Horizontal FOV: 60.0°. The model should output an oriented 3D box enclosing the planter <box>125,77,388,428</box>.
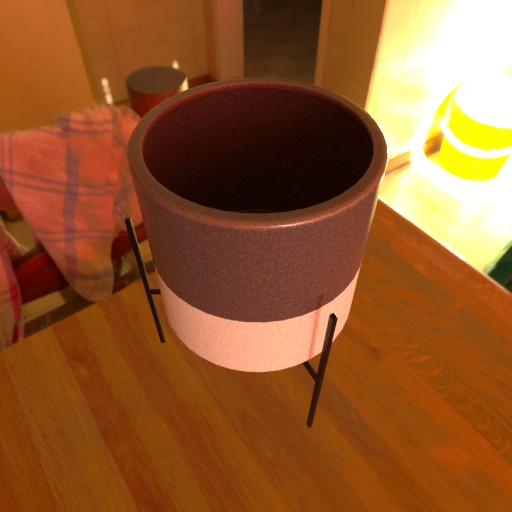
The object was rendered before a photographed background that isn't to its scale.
[{"bbox_3d":[0.000,0.000,0.539,0.250,0.353,0.260,19,50,16],"label":"planter"}]
